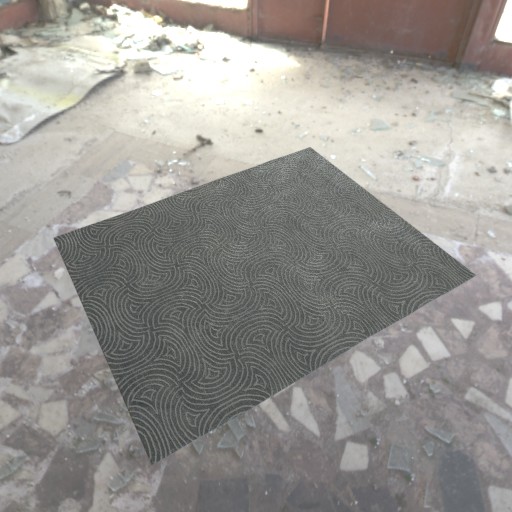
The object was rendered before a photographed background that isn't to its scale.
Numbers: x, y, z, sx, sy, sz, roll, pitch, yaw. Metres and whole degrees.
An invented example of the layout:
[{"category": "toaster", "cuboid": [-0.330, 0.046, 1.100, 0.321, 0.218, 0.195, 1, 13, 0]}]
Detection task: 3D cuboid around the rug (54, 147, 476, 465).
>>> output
[{"category": "rug", "cuboid": [0.000, 0.000, 4.066, 3.042, 0.021, 2.456, -24, 50, -22]}]
